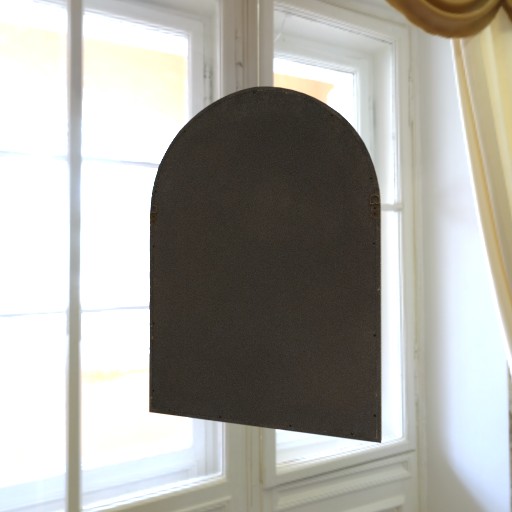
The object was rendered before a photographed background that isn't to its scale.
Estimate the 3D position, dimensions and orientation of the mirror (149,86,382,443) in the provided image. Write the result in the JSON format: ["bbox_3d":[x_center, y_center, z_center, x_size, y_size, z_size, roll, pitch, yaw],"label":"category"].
[{"bbox_3d":[0.000,0.000,1.214,0.660,0.920,0.032,0,-1,20],"label":"mirror"}]
